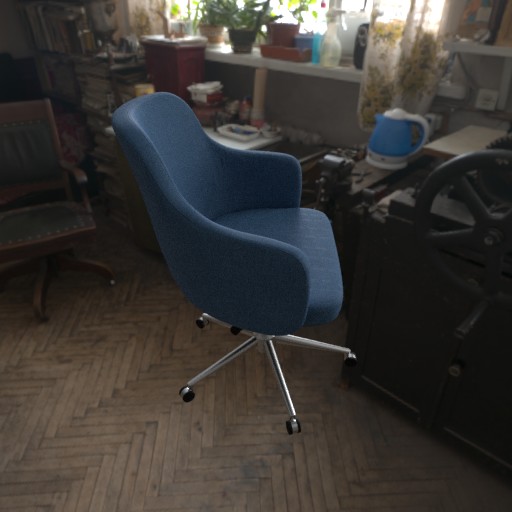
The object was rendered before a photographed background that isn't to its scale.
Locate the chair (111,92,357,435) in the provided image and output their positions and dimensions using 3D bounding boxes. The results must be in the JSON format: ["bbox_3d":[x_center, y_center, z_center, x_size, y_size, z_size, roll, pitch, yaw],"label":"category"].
[{"bbox_3d":[0.000,0.000,1.247,0.655,0.820,0.599,2,33,3],"label":"chair"}]
